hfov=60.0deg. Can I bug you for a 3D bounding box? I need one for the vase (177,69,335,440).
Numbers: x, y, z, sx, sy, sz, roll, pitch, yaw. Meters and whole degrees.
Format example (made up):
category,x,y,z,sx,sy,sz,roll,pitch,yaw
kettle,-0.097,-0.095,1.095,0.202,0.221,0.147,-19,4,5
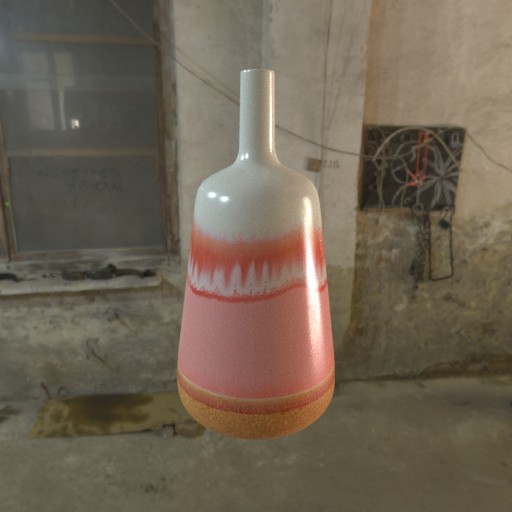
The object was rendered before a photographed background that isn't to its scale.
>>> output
category,x,y,z,sx,sy,sz,roll,pitch,yaw
vase,0.000,0.000,0.382,0.144,0.296,0.144,0,16,0
